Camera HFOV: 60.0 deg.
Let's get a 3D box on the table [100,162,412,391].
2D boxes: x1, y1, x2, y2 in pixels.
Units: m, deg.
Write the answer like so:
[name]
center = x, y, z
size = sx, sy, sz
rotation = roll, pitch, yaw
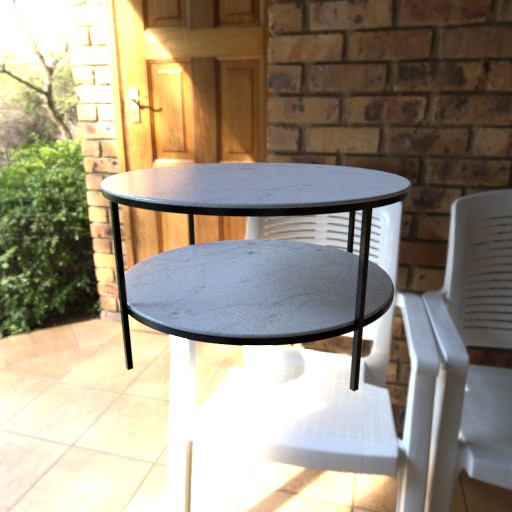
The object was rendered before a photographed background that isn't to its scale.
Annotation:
[table]
center = 0.000, 0.000, 1.266
size = 0.800, 0.450, 0.800
rotation = 0, 17, 0
